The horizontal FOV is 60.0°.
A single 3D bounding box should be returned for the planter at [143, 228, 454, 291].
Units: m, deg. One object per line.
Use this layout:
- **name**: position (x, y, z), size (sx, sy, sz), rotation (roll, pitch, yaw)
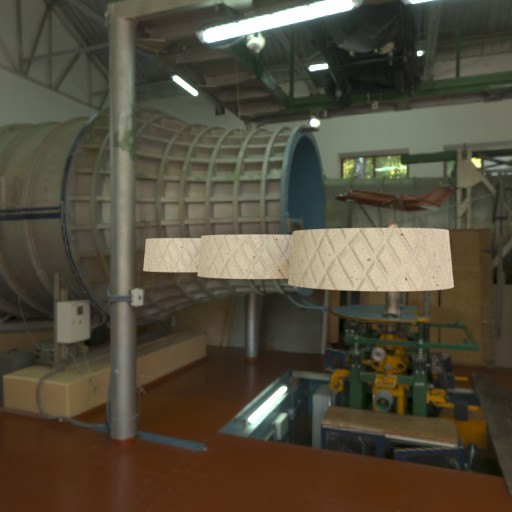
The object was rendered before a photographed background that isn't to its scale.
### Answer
- **planter**: position (0.000, 0.000, 0.430), size (0.114, 0.038, 0.390), rotation (-1, 1, -35)
